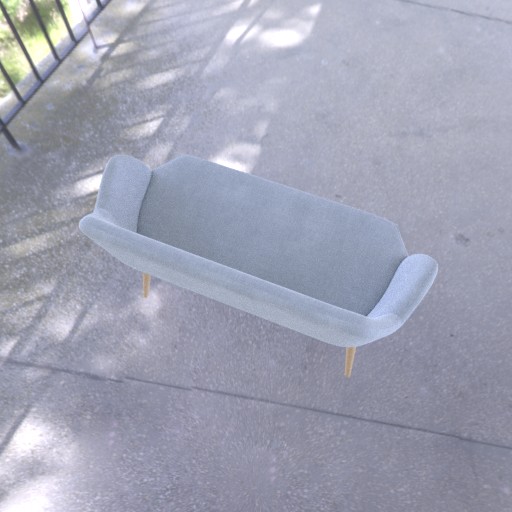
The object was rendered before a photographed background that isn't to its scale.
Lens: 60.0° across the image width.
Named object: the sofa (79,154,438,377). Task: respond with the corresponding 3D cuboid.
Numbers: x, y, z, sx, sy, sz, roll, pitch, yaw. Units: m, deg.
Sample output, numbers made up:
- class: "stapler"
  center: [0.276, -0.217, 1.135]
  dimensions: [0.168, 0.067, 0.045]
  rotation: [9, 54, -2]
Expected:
- class: "sofa"
  center: [0.000, 0.000, 1.611]
  dimensions: [1.150, 0.840, 0.610]
  rotation: [20, 64, 10]
